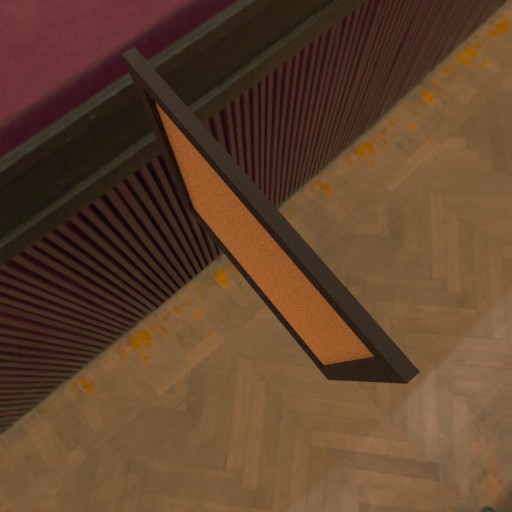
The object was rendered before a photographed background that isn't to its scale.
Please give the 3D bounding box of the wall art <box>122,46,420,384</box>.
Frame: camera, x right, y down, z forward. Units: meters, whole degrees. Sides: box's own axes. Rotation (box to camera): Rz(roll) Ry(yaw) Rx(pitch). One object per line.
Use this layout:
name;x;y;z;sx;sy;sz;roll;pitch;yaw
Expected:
wall art;0.000;0.000;1.494;0.038;1.016;1.016;-38;78;-10
